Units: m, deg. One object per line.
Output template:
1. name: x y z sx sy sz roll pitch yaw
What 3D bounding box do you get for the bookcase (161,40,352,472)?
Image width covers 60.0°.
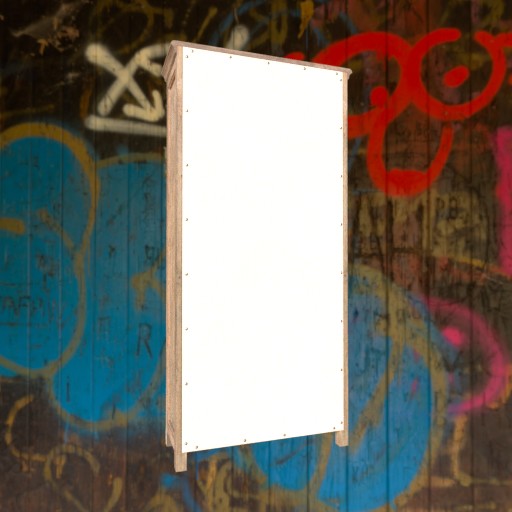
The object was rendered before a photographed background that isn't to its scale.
1. bookcase: 0.000 0.000 2.231 0.906 1.880 0.348 0 -1 -19
